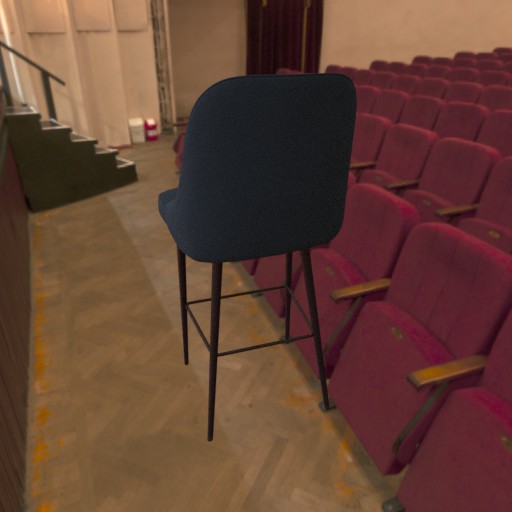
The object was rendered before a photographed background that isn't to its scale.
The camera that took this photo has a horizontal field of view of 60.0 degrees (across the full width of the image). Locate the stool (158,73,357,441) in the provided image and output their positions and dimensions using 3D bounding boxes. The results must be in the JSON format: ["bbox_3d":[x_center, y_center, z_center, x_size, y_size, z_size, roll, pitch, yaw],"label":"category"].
[{"bbox_3d":[0.000,0.000,1.370,0.527,1.079,0.489,-9,28,-16],"label":"stool"}]
